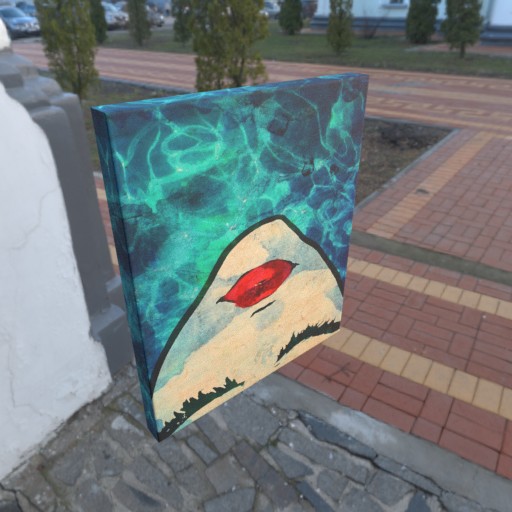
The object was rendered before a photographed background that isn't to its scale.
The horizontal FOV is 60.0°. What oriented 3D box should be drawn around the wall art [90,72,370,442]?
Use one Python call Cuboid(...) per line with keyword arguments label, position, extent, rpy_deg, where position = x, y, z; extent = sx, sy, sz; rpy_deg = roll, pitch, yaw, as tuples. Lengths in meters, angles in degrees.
Cuboid(label="wall art", position=(0.000, 0.000, 0.708), extent=(0.432, 0.508, 0.038), rpy_deg=(-22, 37, -34))
